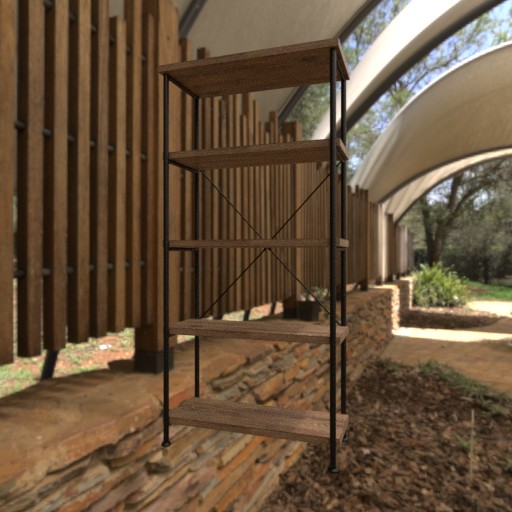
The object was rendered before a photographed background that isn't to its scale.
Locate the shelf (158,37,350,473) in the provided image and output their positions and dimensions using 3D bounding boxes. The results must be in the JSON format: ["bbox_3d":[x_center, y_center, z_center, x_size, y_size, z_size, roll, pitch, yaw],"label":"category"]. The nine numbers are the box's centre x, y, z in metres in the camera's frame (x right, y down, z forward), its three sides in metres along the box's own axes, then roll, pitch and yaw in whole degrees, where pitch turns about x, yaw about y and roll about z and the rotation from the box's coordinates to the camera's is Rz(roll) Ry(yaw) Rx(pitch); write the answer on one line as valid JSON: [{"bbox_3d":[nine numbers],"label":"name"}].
[{"bbox_3d":[0.000,0.000,2.022,0.800,1.700,0.360,0,0,19],"label":"shelf"}]
